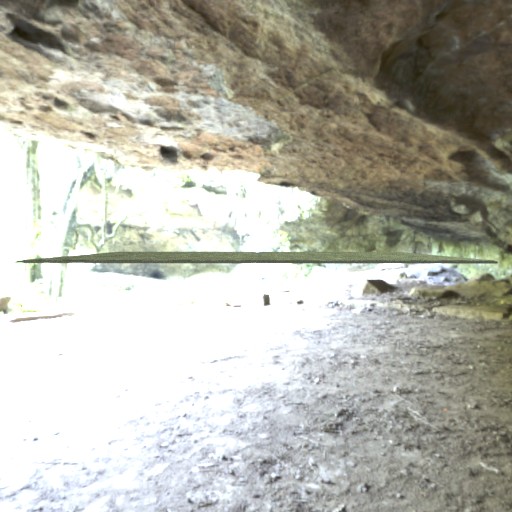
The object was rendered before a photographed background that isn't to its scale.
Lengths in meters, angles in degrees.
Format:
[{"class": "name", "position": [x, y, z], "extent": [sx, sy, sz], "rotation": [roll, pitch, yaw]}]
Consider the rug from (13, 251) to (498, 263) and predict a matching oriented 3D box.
[{"class": "rug", "position": [0.000, 0.000, 2.268], "extent": [1.824, 0.012, 1.206], "rotation": [0, 2, 1]}]
